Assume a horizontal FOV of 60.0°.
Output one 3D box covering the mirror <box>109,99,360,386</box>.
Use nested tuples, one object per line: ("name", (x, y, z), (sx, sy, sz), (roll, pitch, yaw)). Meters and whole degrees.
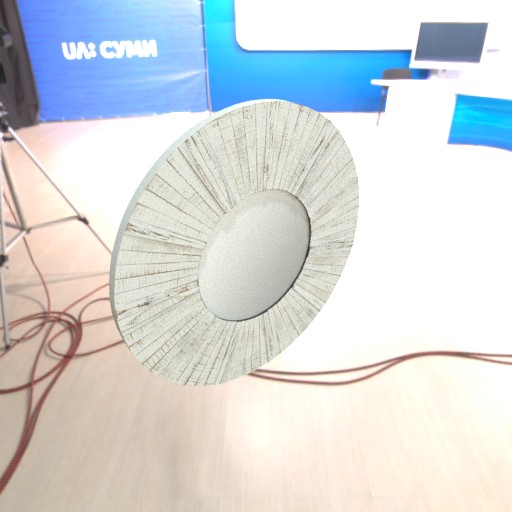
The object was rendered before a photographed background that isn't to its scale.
("mirror", (0.000, 0.000, 1.364), (0.914, 0.914, 0.038), (-22, 37, -32))
